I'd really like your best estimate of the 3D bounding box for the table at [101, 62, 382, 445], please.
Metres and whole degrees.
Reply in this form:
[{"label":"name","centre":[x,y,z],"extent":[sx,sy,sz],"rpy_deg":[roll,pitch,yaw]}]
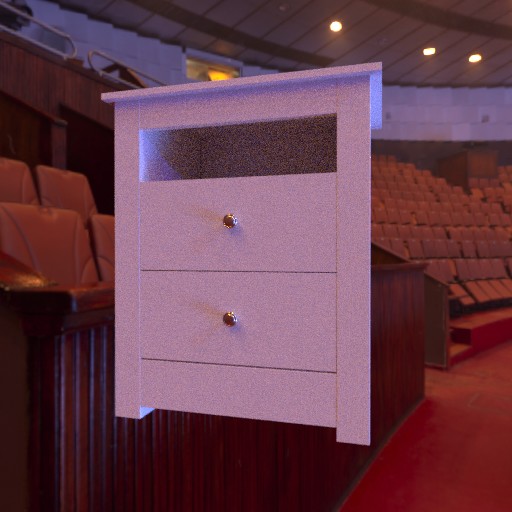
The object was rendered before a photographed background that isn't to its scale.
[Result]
[{"label":"table","centre":[0.000,0.000,1.082],"extent":[0.589,0.711,0.406],"rpy_deg":[0,0,16]}]
